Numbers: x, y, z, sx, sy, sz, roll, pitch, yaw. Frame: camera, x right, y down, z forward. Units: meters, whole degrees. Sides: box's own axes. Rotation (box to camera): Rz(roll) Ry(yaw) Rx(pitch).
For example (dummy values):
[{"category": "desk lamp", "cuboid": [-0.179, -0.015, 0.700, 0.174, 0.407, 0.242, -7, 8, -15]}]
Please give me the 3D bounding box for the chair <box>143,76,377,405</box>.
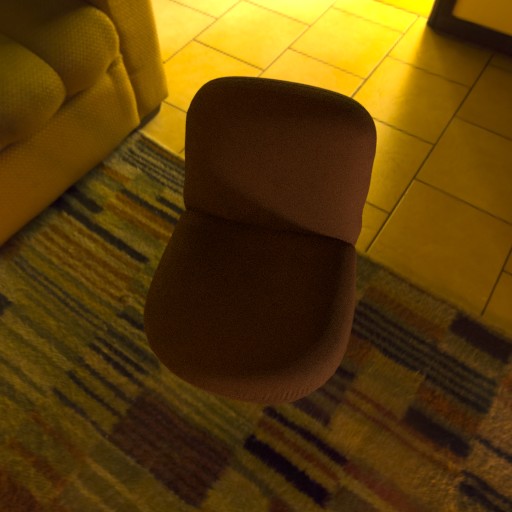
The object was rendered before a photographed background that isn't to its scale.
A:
[{"category": "chair", "cuboid": [0.000, 0.000, 1.044, 0.521, 0.594, 0.597, 12, 60, 7]}]
